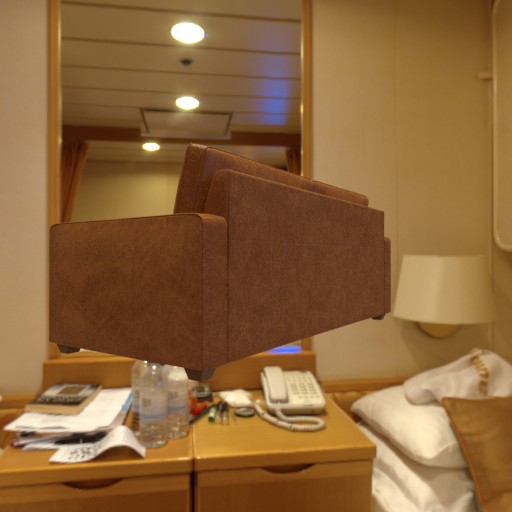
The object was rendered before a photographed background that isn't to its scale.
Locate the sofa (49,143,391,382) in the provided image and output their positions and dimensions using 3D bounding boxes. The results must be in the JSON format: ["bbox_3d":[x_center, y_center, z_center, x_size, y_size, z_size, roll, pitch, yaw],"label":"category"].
[{"bbox_3d":[0.000,0.000,2.699,0.991,0.928,2.156,0,0,35],"label":"sofa"}]
